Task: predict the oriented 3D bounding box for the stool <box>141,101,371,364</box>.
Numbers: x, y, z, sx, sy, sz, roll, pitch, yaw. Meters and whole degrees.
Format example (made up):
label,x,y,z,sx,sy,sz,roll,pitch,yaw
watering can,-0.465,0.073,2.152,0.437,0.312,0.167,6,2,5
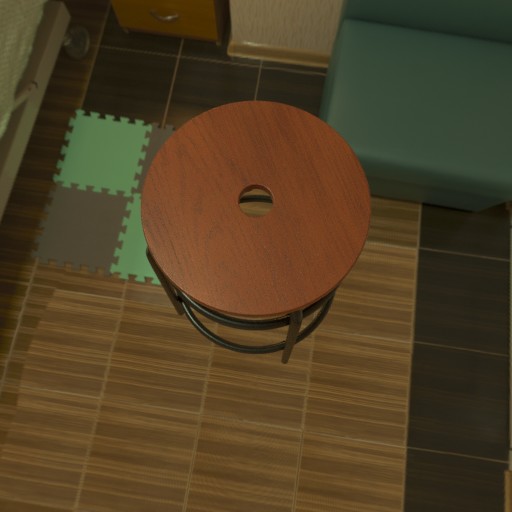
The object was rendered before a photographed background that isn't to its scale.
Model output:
label,x,y,z,sx,sy,sz,roll,pitch,yaw
stool,0.000,0.000,0.936,0.455,0.610,0.455,-20,76,-5
